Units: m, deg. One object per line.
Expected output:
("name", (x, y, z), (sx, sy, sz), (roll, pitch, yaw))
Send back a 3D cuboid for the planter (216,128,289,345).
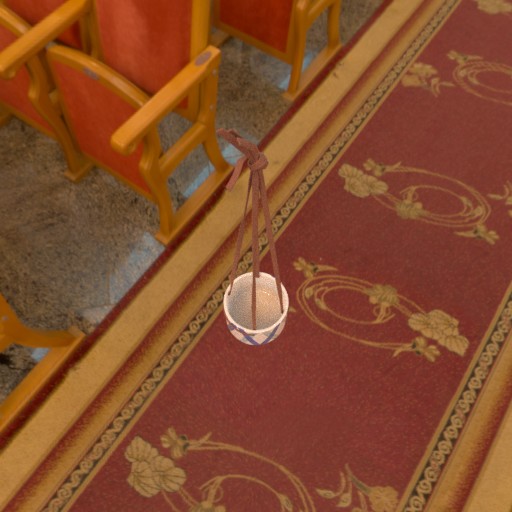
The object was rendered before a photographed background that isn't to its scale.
("planter", (0.000, 0.000, 0.822), (0.153, 0.753, 0.157), (33, 68, 15))
